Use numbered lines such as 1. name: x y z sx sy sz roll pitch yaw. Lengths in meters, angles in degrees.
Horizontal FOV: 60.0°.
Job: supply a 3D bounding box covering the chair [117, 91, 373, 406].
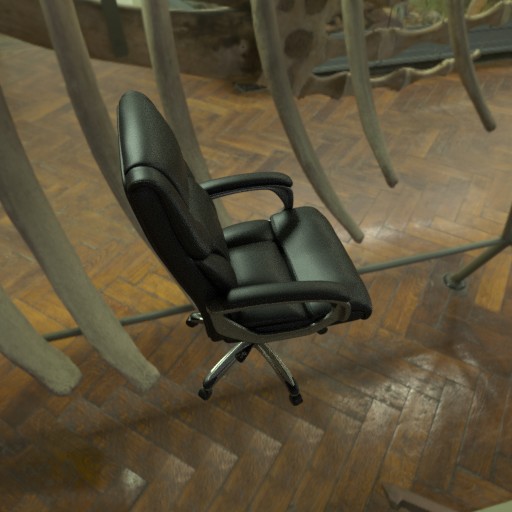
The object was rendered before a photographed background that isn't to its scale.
1. chair: 0.000 0.000 1.595 0.739 1.155 0.663 -10 46 -10
